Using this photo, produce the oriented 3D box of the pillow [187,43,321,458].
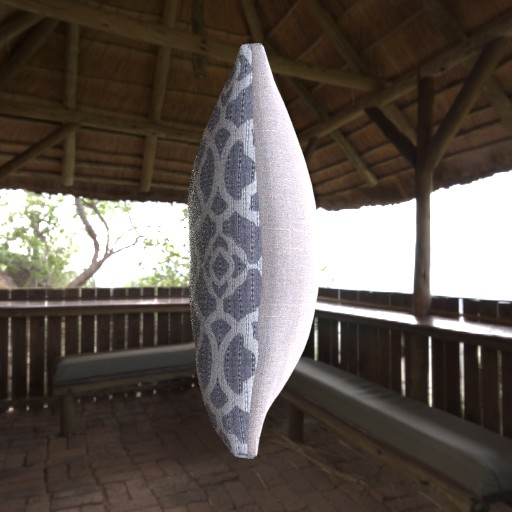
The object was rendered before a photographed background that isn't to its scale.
[{"bbox_3d":[0.000,0.000,0.774,0.215,0.498,0.508,0,-2,1],"label":"pillow"}]
